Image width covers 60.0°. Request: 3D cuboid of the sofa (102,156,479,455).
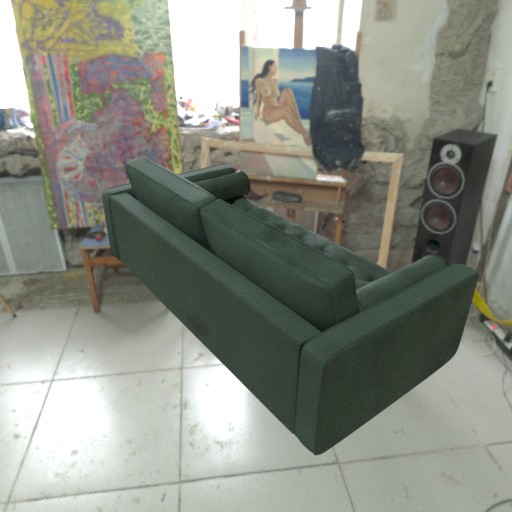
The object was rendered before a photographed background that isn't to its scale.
[{"bbox_3d":[0.000,0.000,2.295,0.916,0.772,1.880,-20,35,-32],"label":"sofa"}]
